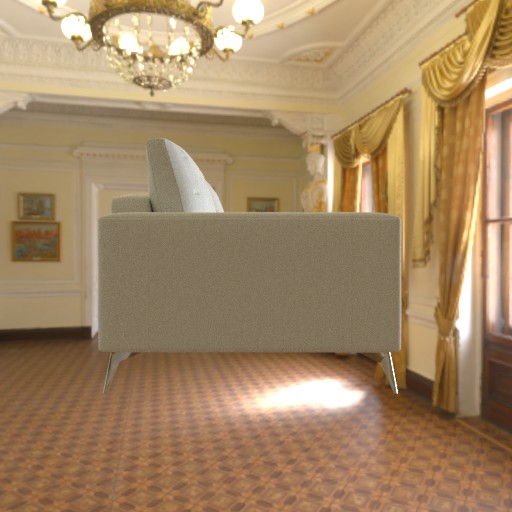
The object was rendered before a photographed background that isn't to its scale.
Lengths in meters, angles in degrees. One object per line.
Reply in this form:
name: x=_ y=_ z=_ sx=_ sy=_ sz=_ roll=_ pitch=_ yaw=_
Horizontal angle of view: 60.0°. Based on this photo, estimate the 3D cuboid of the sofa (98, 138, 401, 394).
sofa: x=0.000 y=0.000 z=2.095 sx=0.920 sy=0.790 sz=1.650 roll=0 pitch=0 yaw=0
